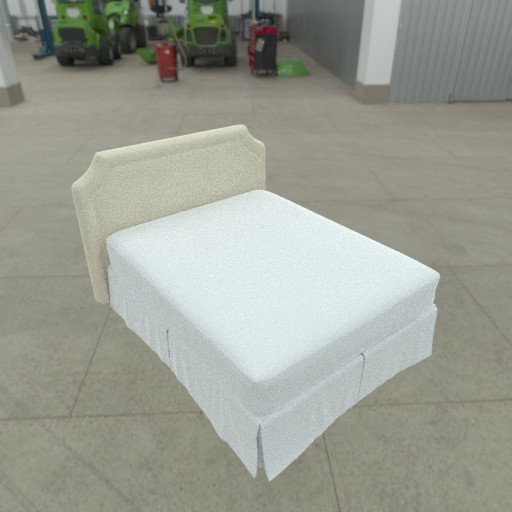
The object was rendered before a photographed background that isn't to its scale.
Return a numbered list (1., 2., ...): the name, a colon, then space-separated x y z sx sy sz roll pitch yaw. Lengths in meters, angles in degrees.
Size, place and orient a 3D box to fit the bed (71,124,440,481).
1. bed: 0.000 0.000 3.262 1.827 1.296 2.209 -22 37 -32
